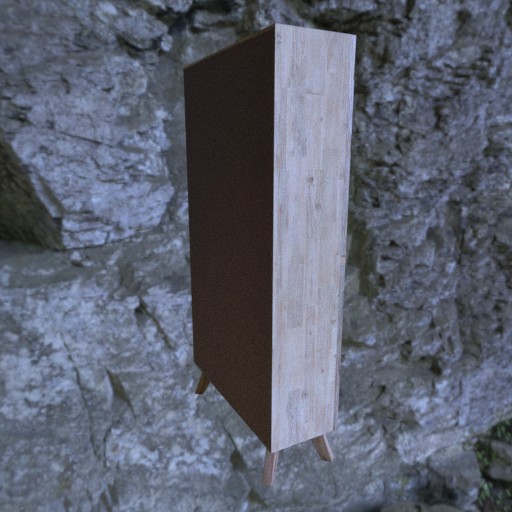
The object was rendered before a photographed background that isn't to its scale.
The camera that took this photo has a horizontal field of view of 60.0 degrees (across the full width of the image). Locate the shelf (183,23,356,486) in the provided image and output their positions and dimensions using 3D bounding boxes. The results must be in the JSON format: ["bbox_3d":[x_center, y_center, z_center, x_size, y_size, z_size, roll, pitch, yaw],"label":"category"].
[{"bbox_3d":[0.000,0.000,1.741,0.308,1.471,0.748,-7,15,-27],"label":"shelf"}]
